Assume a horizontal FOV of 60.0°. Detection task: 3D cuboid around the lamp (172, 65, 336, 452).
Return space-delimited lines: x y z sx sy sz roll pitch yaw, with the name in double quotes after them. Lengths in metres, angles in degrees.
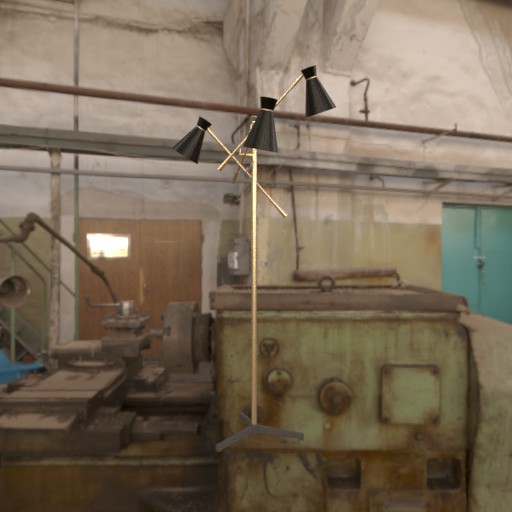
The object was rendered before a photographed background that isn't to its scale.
0.000 0.000 2.140 0.750 1.804 0.653 0 1 -17 "lamp"
